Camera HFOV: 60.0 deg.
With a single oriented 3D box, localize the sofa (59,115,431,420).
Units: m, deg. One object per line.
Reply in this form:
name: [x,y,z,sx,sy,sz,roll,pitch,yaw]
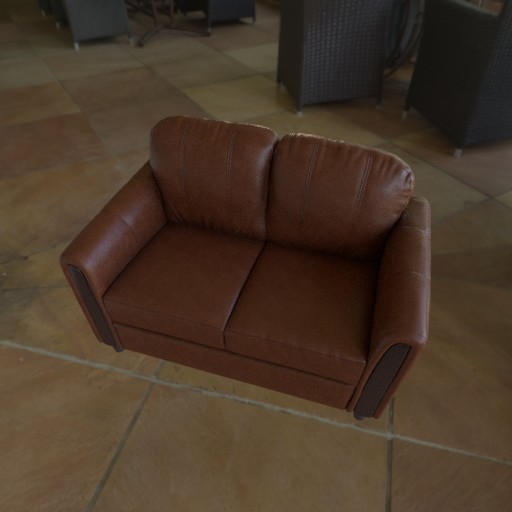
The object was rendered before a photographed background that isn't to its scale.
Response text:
sofa: [0.000,0.000,1.937,1.406,0.906,0.805,12,41,14]
